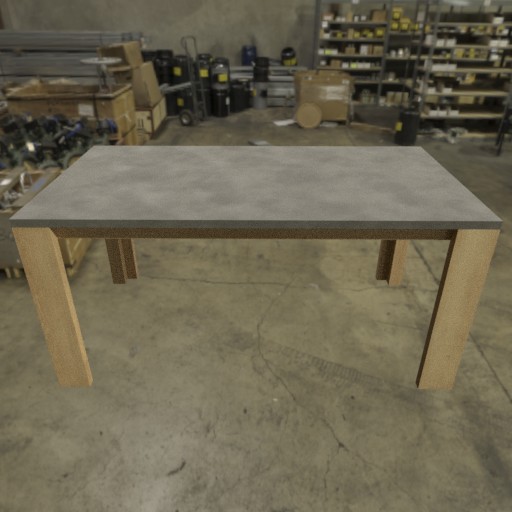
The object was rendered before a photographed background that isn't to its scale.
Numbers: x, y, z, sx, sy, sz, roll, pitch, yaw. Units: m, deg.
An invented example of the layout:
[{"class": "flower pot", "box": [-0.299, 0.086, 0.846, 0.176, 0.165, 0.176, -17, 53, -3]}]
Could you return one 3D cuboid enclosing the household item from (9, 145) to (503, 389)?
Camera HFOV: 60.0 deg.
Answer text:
[{"class": "household item", "box": [0.000, 0.000, 1.991, 1.600, 0.755, 0.850, 0, 30, 0]}]
